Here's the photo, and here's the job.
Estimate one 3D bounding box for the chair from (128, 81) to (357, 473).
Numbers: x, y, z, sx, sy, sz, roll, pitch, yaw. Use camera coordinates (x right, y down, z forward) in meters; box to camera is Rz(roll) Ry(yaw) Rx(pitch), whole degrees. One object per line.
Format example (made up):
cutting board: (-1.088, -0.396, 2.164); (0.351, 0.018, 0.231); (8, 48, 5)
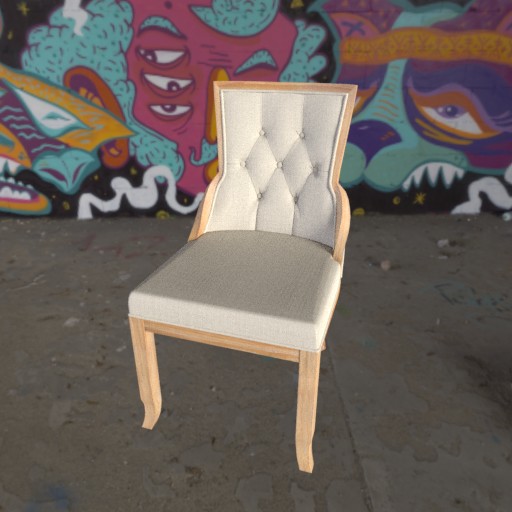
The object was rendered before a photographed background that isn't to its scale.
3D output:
chair: (0.000, 0.000, 1.349); (0.524, 0.947, 0.641); (8, 27, 16)
